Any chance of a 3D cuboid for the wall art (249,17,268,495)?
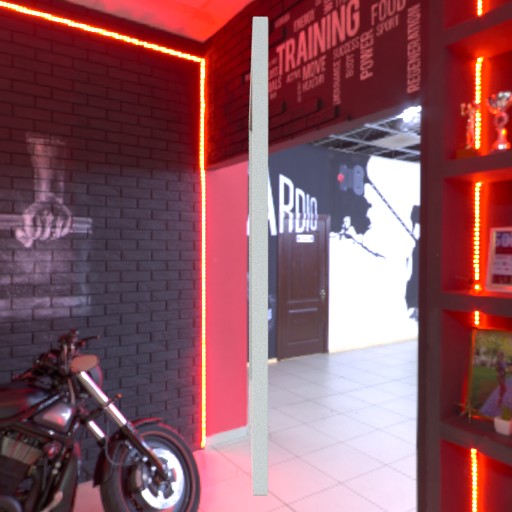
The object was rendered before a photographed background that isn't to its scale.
[{"bbox_3d":[0.000,0.000,0.607,0.015,0.477,0.332,0,0,-2],"label":"wall art"}]
